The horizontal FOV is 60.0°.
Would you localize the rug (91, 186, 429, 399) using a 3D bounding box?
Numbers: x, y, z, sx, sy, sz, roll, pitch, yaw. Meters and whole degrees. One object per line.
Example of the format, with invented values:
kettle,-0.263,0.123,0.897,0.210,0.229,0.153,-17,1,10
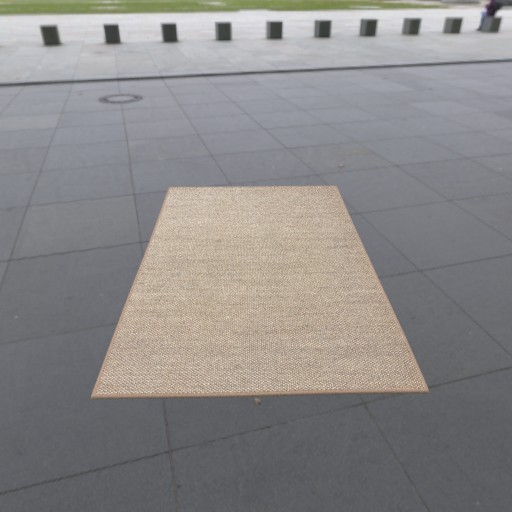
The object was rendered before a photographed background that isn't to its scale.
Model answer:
rug,0.000,0.000,2.086,1.061,0.012,1.668,-1,32,-1
